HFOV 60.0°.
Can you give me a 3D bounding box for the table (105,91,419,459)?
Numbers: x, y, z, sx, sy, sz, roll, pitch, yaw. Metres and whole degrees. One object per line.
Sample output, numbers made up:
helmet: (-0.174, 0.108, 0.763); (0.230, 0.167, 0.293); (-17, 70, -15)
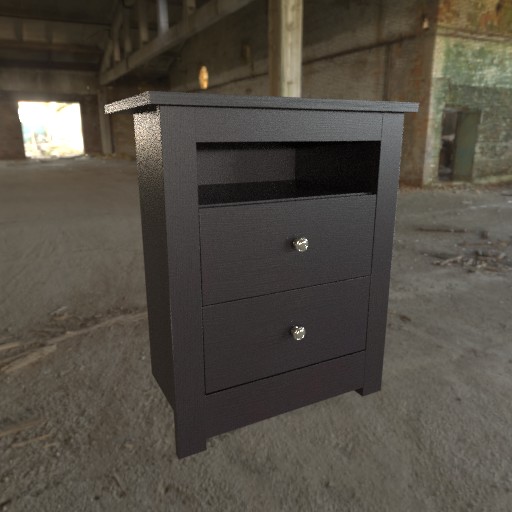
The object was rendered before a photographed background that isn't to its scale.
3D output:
table: (0.000, 0.000, 1.094); (0.589, 0.711, 0.408); (-8, 17, -27)
